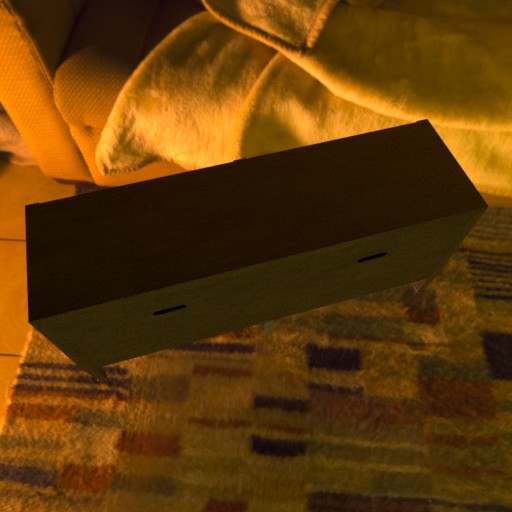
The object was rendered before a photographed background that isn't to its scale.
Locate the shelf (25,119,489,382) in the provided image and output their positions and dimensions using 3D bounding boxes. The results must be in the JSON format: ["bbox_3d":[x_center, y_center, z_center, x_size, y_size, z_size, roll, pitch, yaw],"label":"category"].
[{"bbox_3d":[0.000,0.000,1.880,1.575,0.719,0.479,-14,60,-8],"label":"shelf"}]
